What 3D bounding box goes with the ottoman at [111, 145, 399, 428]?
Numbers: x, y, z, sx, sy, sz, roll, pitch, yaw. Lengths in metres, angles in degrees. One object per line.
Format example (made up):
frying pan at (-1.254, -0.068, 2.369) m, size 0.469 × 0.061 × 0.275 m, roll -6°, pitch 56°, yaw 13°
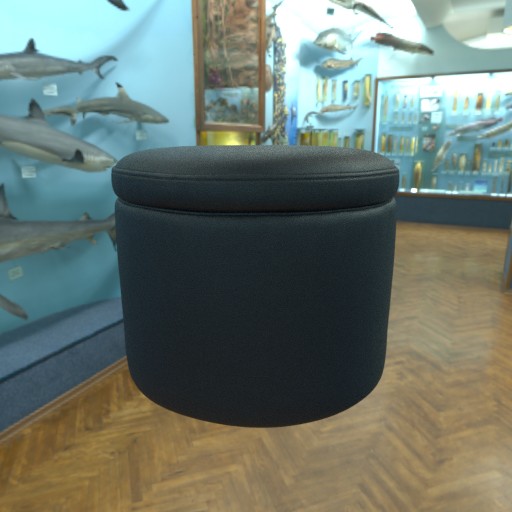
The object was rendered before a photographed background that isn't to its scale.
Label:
ottoman at (0.000, 0.000, 0.844) m, size 0.501 × 0.409 × 0.501 m, roll 0°, pitch 15°, yaw 0°
